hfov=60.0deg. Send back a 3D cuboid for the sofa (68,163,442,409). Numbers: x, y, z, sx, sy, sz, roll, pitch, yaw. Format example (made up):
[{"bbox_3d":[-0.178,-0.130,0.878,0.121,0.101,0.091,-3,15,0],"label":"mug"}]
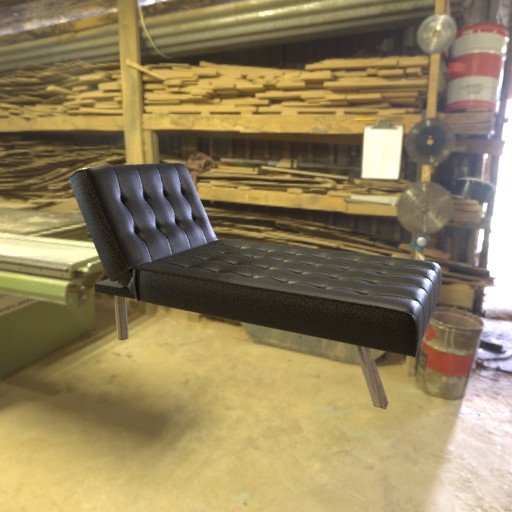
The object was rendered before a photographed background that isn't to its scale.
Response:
[{"bbox_3d":[0.000,0.000,2.061,1.560,0.820,0.760,7,15,27],"label":"sofa"}]
